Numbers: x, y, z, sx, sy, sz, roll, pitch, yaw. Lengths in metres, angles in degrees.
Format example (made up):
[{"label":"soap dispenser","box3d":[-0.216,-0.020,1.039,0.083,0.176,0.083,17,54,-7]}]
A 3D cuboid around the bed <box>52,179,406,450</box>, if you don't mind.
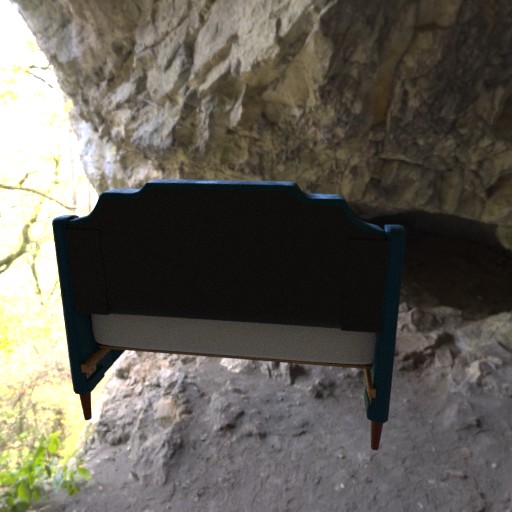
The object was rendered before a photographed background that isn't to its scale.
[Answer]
[{"label":"bed","box3d":[0.000,0.000,3.259,1.678,1.338,2.322,2,16,8]}]
